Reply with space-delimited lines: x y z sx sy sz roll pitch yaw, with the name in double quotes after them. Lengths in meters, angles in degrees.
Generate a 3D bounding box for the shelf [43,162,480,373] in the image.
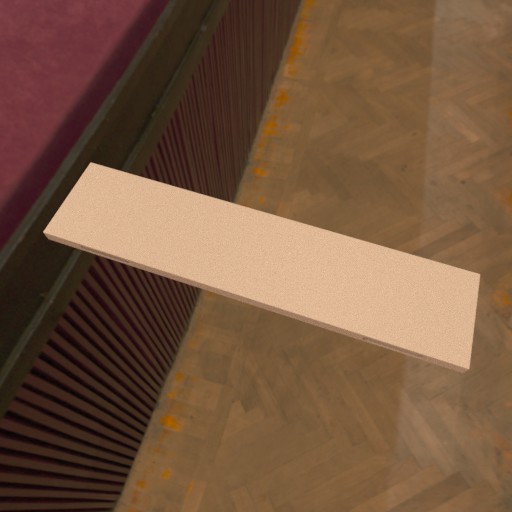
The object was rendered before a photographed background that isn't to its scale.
0.000 0.000 0.639 0.610 0.020 0.140 17 62 9 "shelf"
